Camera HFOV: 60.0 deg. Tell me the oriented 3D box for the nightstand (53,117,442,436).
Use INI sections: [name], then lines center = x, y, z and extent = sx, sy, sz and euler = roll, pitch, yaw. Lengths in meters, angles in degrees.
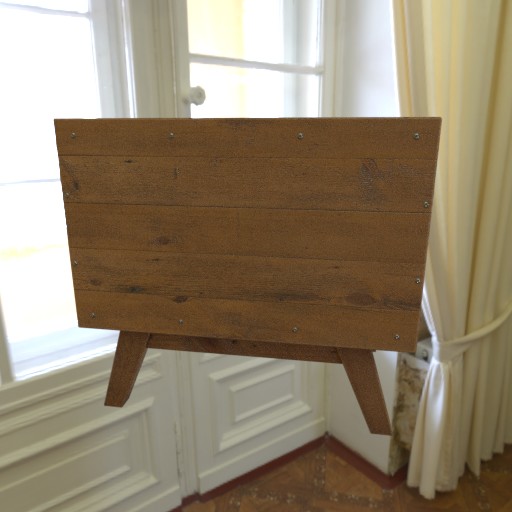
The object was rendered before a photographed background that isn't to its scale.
[nightstand]
center = 0.000, 0.000, 1.021
extent = 0.650, 0.599, 0.450
euler = 3, 16, 9
